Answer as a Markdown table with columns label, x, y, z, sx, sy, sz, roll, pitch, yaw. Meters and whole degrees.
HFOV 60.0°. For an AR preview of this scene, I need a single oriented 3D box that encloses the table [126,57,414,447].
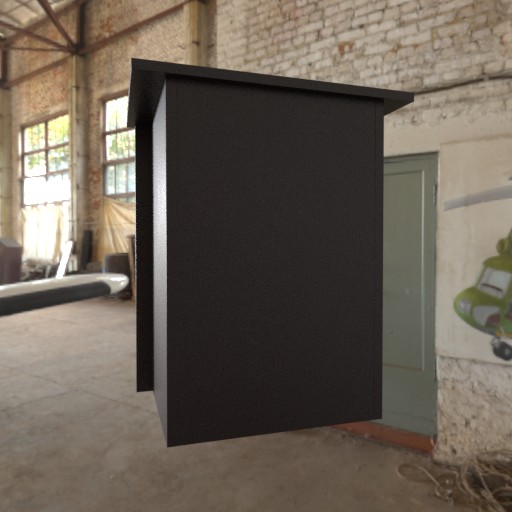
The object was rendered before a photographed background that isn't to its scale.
| label | x | y | z | sx | sy | sz | roll | pitch | yaw |
| --- | --- | --- | --- | --- | --- | --- | --- | --- | --- |
| table | 0.000 | 0.000 | 1.071 | 0.589 | 0.711 | 0.408 | 0 | 1 | -17 |
